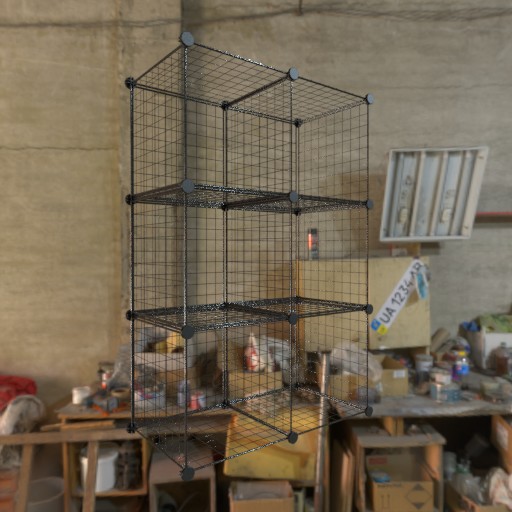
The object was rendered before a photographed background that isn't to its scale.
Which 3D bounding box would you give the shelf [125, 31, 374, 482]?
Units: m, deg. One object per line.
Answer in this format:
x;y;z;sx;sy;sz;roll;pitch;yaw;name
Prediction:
0.000;0.000;1.398;0.711;1.067;0.356;-1;1;-37;shelf
